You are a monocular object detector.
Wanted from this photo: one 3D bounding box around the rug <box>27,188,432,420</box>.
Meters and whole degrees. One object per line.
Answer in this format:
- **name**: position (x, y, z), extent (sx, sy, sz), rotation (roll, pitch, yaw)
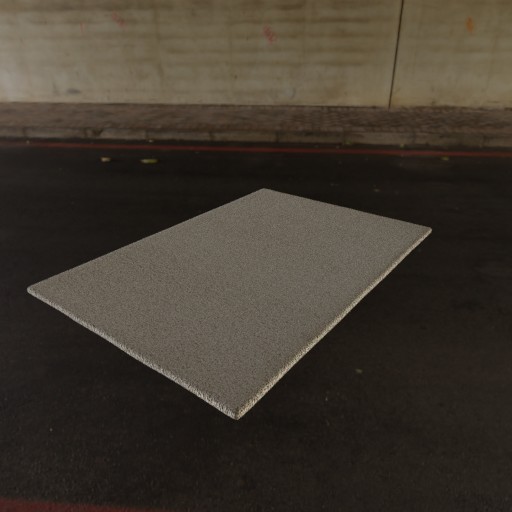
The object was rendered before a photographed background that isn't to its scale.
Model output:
- **rug**: position (0.000, 0.000, 2.273), extent (1.219, 0.030, 1.778), rotation (19, 32, 33)
